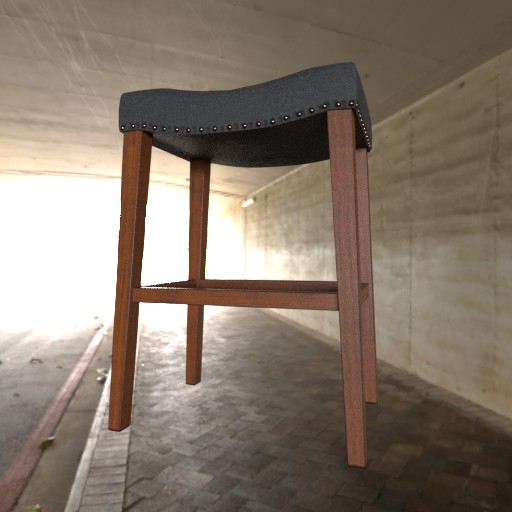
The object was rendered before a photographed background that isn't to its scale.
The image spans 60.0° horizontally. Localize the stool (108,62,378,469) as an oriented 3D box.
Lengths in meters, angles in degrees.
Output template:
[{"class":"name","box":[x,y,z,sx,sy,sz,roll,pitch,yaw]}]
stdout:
[{"class":"stool","box":[0.000,0.000,0.856,0.439,0.612,0.320,0,0,19]}]
